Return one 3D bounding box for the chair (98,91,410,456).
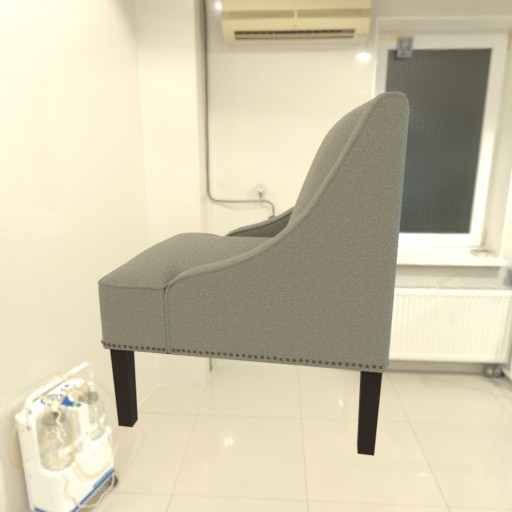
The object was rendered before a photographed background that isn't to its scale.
[{"bbox_3d":[0.000,0.000,1.330,0.737,0.864,0.610,3,15,10],"label":"chair"}]
